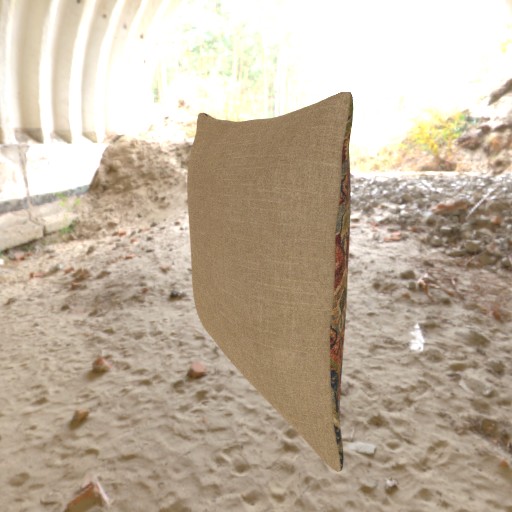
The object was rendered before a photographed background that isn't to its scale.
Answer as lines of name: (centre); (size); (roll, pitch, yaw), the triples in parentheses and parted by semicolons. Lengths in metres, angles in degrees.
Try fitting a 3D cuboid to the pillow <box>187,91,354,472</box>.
pillow: (0.000, 0.000, 0.780); (0.166, 0.506, 0.523); (-7, 16, -25)
